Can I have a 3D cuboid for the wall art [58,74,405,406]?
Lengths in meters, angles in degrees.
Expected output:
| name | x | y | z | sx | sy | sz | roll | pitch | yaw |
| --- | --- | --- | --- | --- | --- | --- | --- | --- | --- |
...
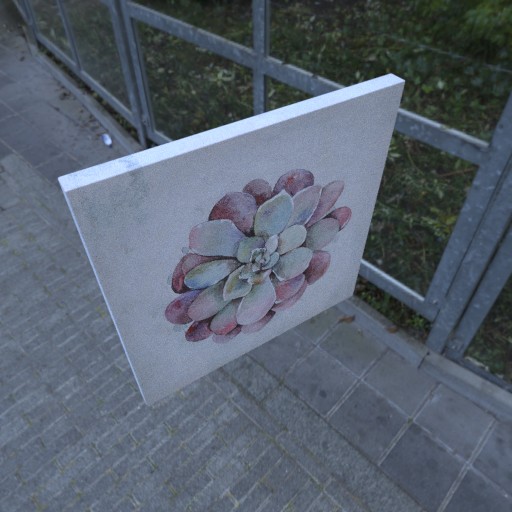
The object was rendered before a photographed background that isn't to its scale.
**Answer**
| name | x | y | z | sx | sy | sz | roll | pitch | yaw |
| --- | --- | --- | --- | --- | --- | --- | --- | --- | --- |
| wall art | 0.000 | 0.000 | 0.909 | 0.605 | 0.605 | 0.044 | -24 | 50 | -22 |
